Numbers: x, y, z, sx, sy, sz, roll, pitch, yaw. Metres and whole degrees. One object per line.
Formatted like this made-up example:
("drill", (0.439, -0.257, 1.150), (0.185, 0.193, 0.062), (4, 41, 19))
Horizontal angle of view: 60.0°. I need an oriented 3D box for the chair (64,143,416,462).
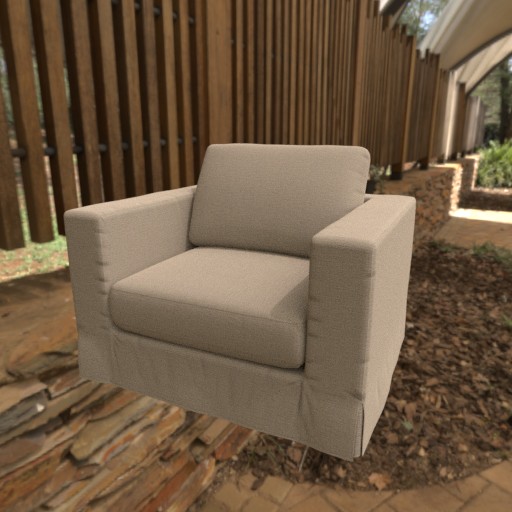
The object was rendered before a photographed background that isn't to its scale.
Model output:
("chair", (0.000, 0.000, 1.815), (1.150, 0.878, 0.957), (7, 17, 24))
